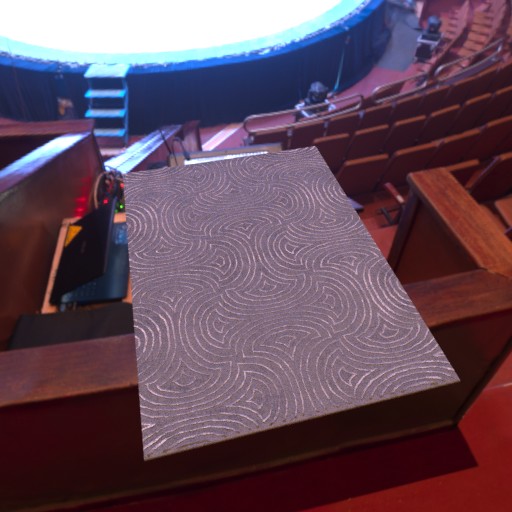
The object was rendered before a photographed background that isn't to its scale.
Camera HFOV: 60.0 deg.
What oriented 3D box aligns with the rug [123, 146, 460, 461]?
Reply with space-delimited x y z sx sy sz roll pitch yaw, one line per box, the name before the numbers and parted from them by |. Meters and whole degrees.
rug | 0.000 0.000 2.772 1.543 0.015 2.144 -10 47 -10
